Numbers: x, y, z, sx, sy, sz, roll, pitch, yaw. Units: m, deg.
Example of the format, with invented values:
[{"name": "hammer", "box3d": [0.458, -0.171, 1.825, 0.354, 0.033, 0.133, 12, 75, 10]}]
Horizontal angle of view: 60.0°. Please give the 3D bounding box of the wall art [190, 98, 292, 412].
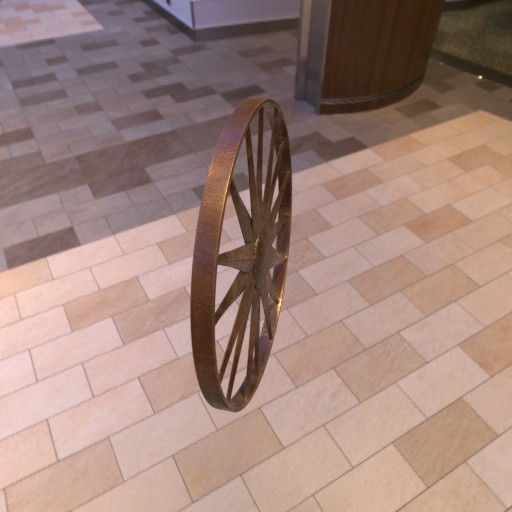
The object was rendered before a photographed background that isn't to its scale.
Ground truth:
[{"name": "wall art", "box3d": [0.000, 0.000, 0.868, 0.084, 0.583, 0.582, 10, 46, 10]}]
